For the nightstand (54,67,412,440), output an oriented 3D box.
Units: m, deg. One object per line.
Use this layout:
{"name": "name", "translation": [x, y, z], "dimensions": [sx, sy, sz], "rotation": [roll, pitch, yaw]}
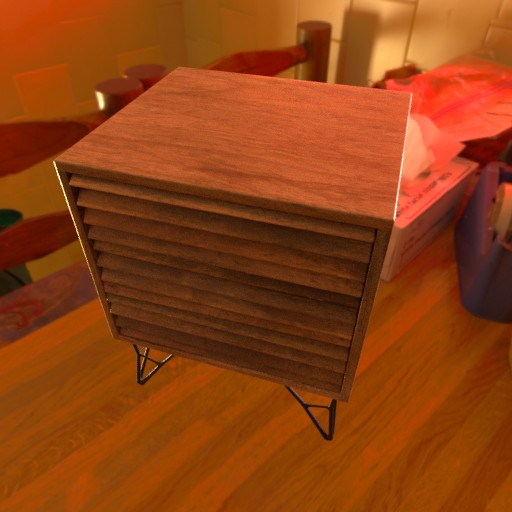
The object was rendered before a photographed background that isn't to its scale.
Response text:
{"name": "nightstand", "translation": [0.000, 0.000, 0.880], "dimensions": [0.457, 0.559, 0.406], "rotation": [12, 42, 13]}
